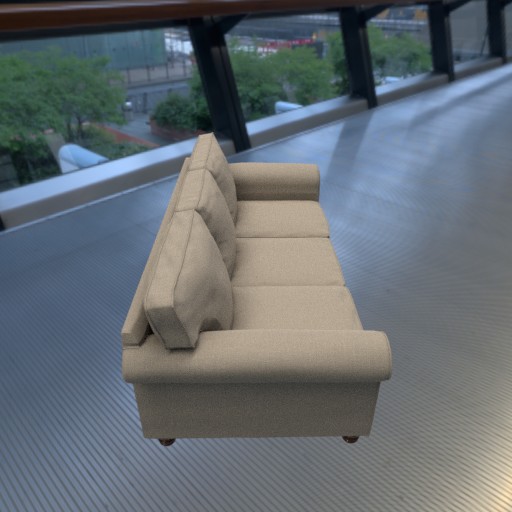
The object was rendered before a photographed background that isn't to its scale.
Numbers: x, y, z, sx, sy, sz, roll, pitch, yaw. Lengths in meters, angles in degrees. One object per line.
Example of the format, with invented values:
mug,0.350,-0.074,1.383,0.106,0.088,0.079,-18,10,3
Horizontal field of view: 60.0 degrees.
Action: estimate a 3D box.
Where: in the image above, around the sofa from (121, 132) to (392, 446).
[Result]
sofa,0.000,0.000,2.552,0.998,0.889,2.118,0,31,-1
